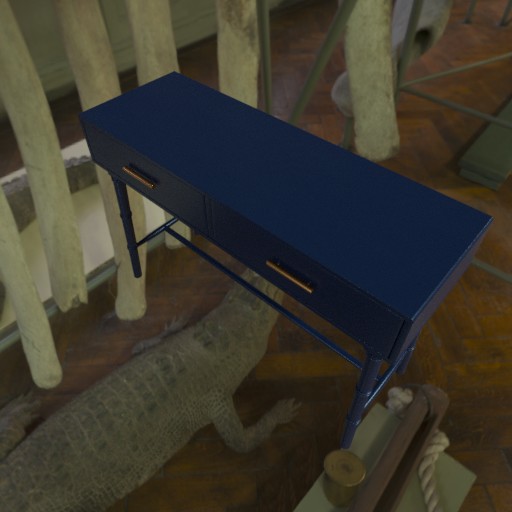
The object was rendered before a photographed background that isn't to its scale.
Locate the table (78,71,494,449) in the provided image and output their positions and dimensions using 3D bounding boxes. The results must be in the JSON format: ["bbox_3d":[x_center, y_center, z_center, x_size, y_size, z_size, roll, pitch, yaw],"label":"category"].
[{"bbox_3d":[0.000,0.000,1.444,1.118,0.749,0.399,33,56,27],"label":"table"}]
